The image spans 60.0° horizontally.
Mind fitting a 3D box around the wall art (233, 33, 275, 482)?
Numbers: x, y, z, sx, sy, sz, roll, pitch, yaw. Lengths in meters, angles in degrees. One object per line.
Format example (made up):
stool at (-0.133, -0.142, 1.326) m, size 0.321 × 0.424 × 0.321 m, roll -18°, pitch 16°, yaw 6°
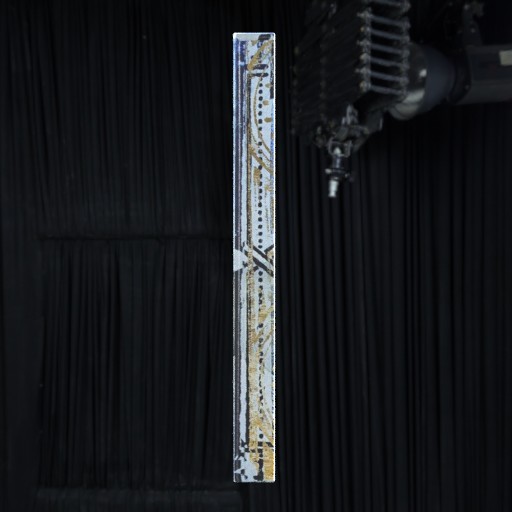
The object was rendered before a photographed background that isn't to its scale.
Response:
wall art at (0.000, 0.000, 0.609) m, size 0.038 × 0.410 × 0.411 m, roll 0°, pitch 1°, yaw 0°
